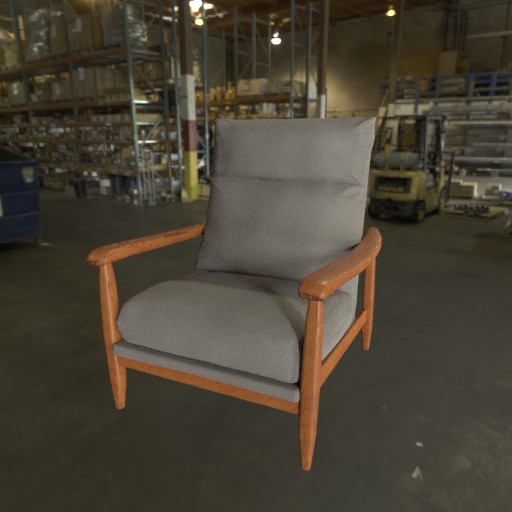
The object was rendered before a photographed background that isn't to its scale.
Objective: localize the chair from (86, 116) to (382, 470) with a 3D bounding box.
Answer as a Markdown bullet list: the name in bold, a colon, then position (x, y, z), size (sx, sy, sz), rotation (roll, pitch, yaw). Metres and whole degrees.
- **chair**: position (0.000, 0.000, 1.517), size (0.782, 0.922, 0.816), rotation (7, 17, 24)
